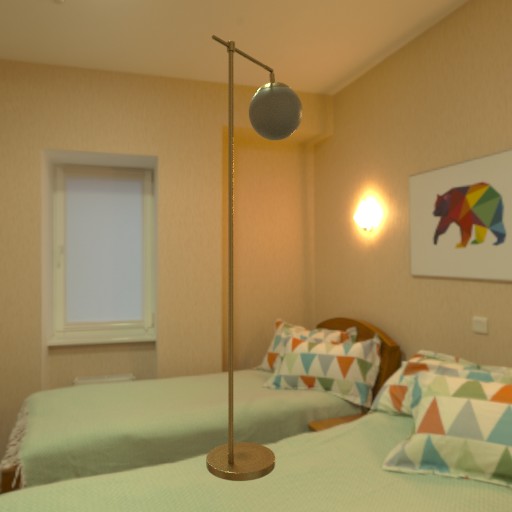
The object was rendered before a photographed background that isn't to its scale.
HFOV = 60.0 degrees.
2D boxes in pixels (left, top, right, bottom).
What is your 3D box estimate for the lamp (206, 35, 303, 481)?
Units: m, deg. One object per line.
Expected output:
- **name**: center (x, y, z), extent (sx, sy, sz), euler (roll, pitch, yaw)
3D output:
- **lamp**: center (0.000, 0.000, 1.678), extent (0.249, 1.505, 0.476), euler (0, 0, 37)
